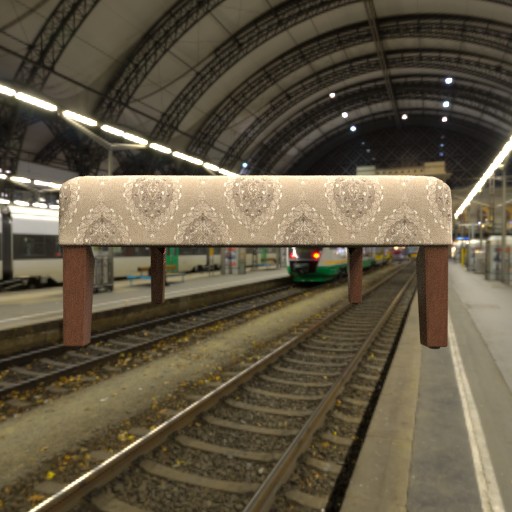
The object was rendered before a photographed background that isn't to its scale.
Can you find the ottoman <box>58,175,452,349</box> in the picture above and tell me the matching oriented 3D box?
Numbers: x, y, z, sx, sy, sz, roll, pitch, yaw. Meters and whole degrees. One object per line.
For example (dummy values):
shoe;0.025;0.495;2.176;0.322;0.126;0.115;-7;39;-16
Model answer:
ottoman;0.000;0.000;1.431;0.889;0.411;0.890;0;1;0
